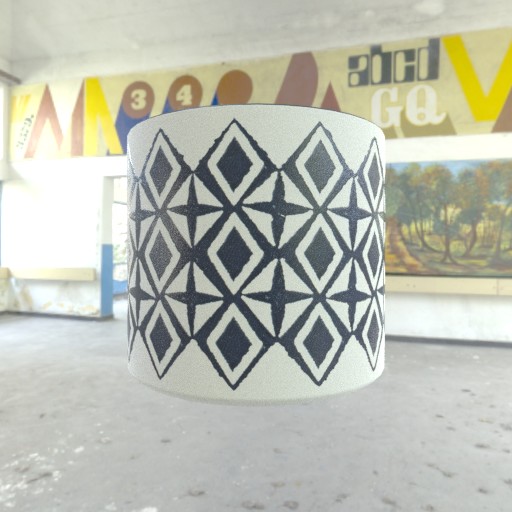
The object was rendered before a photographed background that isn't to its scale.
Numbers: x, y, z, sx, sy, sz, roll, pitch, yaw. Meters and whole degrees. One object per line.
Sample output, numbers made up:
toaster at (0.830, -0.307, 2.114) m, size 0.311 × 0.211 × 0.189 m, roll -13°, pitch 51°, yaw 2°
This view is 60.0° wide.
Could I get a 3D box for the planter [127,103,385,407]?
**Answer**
planter at (0.000, 0.000, 0.401) m, size 0.224 × 0.203 × 0.224 m, roll 0°, pitch 1°, yaw 0°
